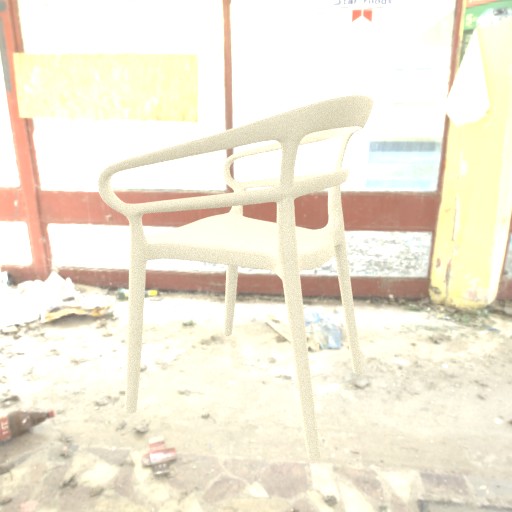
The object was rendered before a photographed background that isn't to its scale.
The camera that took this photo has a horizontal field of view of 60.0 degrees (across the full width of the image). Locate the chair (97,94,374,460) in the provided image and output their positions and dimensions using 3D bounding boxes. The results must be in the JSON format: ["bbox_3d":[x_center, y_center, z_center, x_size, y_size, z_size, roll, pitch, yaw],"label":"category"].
[{"bbox_3d":[0.000,0.000,1.141,0.527,0.761,0.559,8,18,25],"label":"chair"}]
